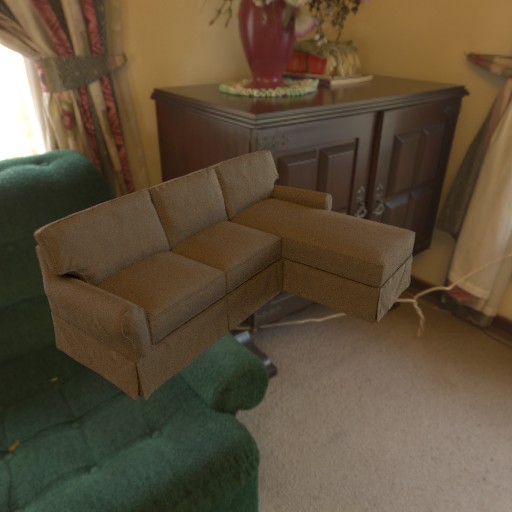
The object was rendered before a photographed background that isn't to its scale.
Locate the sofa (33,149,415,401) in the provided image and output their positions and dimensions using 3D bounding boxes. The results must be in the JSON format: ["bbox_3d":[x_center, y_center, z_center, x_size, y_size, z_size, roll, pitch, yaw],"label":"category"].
[{"bbox_3d":[0.000,0.000,3.313,1.733,0.978,2.475,18,33,31],"label":"sofa"}]
